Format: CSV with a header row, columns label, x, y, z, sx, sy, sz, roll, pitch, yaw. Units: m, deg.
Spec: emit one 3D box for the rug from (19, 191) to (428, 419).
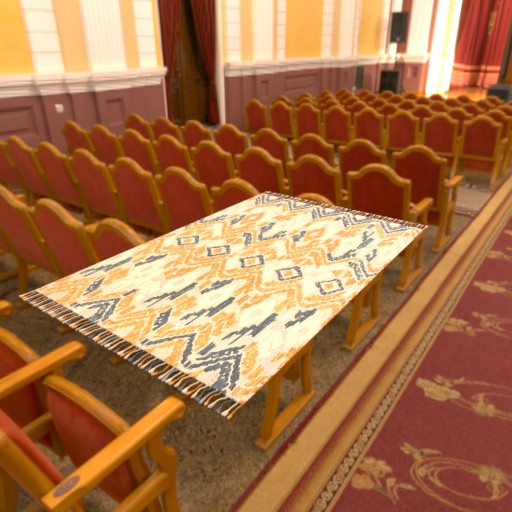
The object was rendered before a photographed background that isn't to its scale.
label,x,y,z,sx,sy,sz,roll,pitch,yaw
rug,0.000,0.000,2.956,1.533,0.010,2.428,18,31,32
